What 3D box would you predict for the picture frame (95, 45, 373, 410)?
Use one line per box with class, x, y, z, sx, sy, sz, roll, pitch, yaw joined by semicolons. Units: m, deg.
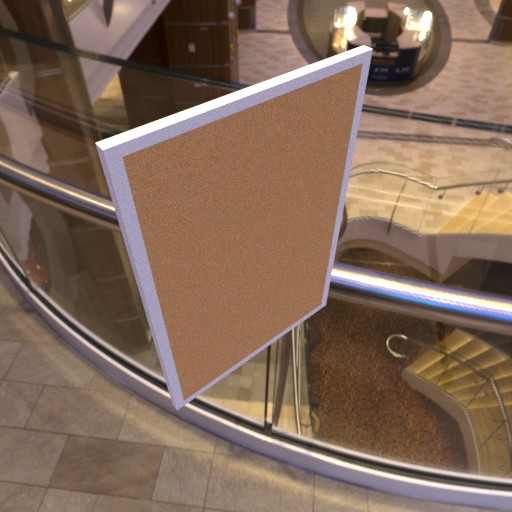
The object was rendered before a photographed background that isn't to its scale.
picture frame;0.000;0.000;0.556;0.305;0.434;0.013;-30;53;-26
